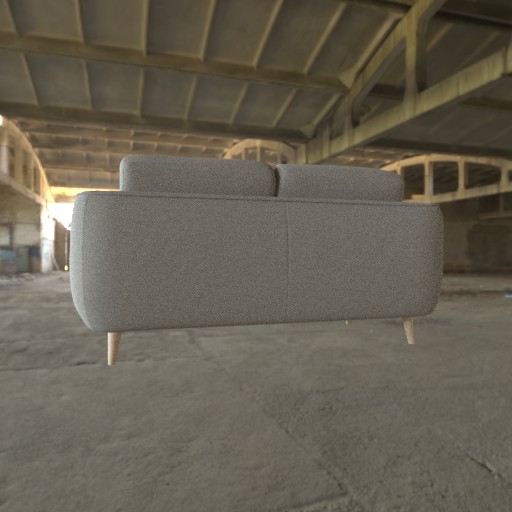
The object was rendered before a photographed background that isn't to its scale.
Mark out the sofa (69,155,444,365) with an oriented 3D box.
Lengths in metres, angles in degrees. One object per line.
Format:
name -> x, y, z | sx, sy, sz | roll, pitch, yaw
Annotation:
sofa -> 0.000, 0.000, 2.246 | 1.700, 0.850, 0.920 | 0, 0, -17
